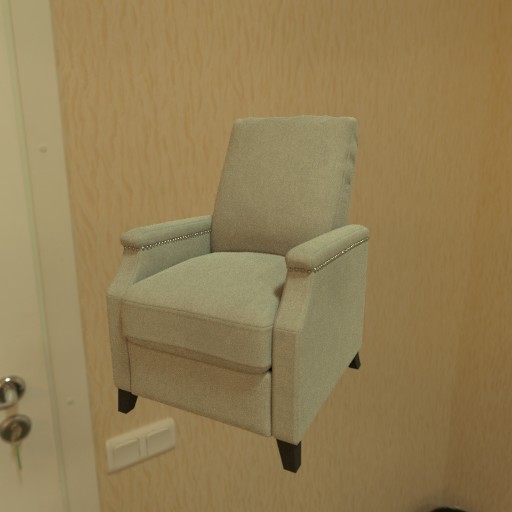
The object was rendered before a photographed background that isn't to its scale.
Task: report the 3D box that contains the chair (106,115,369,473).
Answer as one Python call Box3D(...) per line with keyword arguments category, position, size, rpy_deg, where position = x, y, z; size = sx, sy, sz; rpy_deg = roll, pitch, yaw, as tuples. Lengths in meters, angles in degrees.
Box3D(category="chair", position=(0.000, 0.000, 1.674), size=(0.710, 1.049, 0.922), rpy_deg=(7, 15, 26))
